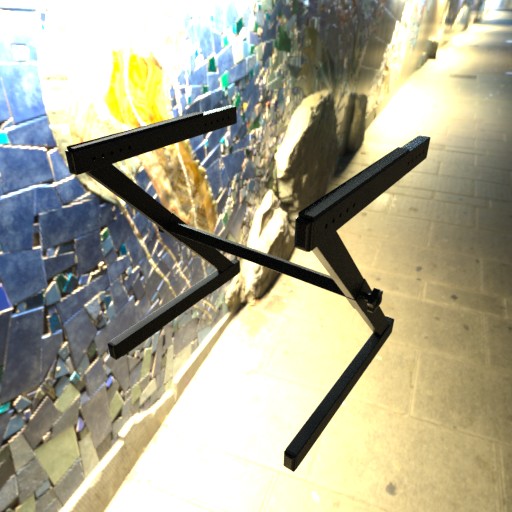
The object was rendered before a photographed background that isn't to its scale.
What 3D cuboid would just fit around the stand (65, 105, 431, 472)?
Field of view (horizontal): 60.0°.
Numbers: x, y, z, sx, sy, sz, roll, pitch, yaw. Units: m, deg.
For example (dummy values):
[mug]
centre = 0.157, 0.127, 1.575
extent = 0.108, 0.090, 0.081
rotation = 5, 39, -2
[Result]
[stand]
centre = 0.000, 0.000, 1.175
extent = 0.700, 0.617, 0.586
rotation = 20, 36, 30
